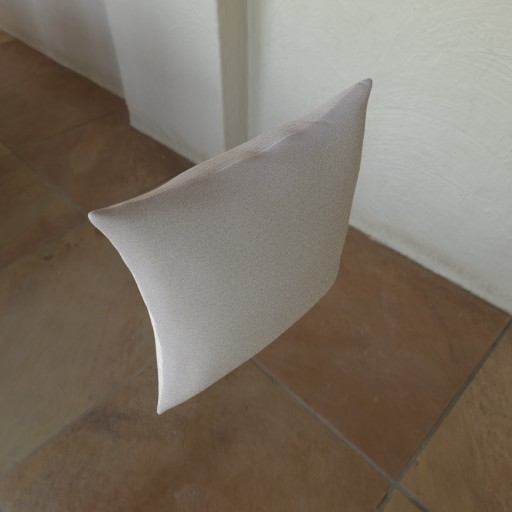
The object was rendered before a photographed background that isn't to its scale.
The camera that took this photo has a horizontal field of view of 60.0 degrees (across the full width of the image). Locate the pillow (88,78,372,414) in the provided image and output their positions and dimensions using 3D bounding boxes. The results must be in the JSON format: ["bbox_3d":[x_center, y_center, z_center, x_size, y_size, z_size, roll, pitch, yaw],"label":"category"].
[{"bbox_3d":[0.000,0.000,0.787,0.512,0.497,0.204,-33,54,-28],"label":"pillow"}]
